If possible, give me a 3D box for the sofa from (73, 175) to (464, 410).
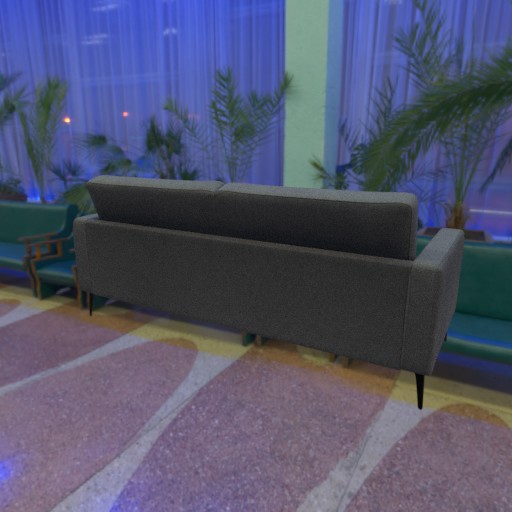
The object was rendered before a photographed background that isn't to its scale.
[{"bbox_3d":[0.000,0.000,2.347,1.925,0.828,0.774,9,17,29],"label":"sofa"}]
